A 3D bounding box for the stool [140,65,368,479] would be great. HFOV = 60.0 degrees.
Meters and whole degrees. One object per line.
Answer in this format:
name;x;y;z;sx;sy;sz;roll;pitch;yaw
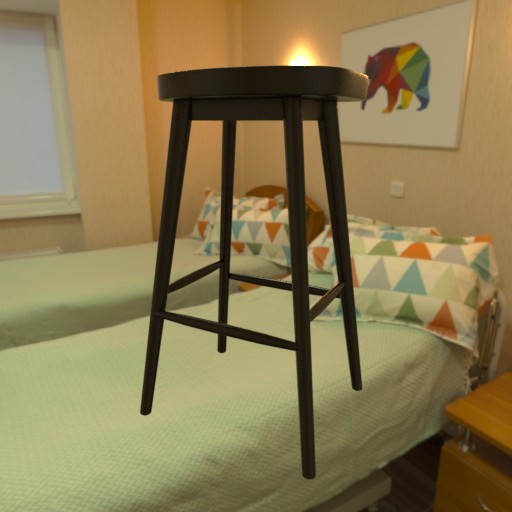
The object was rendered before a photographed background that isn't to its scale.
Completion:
stool;0.000;0.000;0.991;0.440;0.749;0.361;9;19;27
